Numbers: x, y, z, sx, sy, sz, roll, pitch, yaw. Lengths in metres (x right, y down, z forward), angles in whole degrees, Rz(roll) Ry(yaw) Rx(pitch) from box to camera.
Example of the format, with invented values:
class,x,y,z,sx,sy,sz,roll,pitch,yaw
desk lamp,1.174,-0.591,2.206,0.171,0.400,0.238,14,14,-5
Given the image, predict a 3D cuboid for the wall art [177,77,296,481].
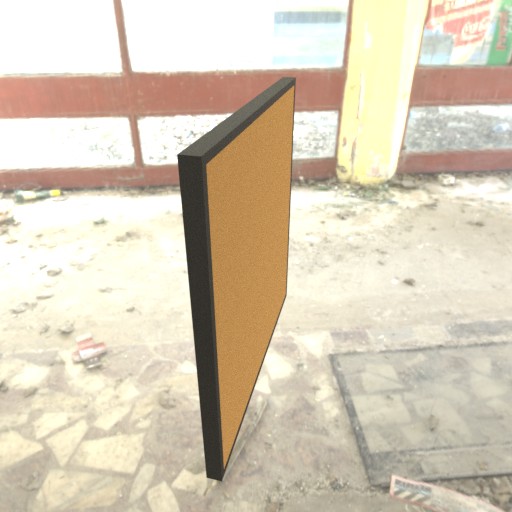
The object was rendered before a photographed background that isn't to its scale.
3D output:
class,x,y,z,sx,sy,sz,roll,pitch,yaw
wall art,0.000,0.000,1.148,0.038,0.763,0.763,7,31,13
